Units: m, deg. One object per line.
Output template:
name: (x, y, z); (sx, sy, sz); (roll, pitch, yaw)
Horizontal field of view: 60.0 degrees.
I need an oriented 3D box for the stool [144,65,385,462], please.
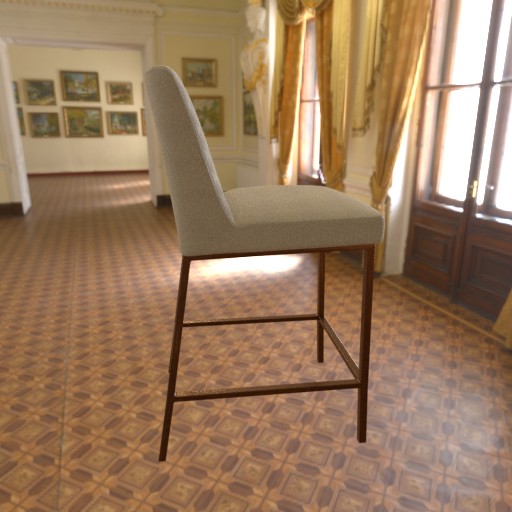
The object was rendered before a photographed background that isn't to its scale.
stool: (0.000, 0.000, 1.274); (0.576, 0.973, 0.507); (-2, 17, -7)
